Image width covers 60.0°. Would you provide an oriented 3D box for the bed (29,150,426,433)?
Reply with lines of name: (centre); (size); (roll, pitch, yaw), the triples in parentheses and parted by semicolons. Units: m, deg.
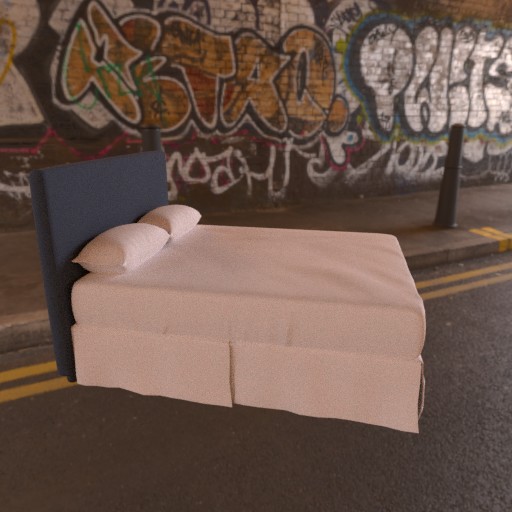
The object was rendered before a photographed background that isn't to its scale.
bed: (0.000, 0.000, 3.100); (2.162, 1.330, 1.713); (4, 17, 11)
